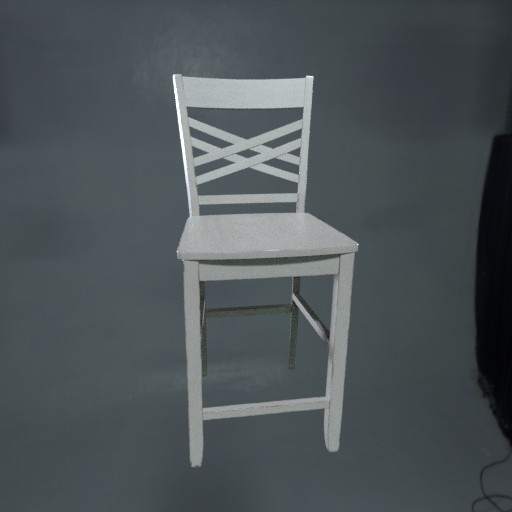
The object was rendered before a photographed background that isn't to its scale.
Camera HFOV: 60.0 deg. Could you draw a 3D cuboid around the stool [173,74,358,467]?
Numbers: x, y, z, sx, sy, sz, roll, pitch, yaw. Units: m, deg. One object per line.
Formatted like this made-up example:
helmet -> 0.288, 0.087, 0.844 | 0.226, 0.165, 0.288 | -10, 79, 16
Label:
stool -> 0.000, 0.000, 1.370 | 0.462, 1.079, 0.539 | -3, 18, -8
